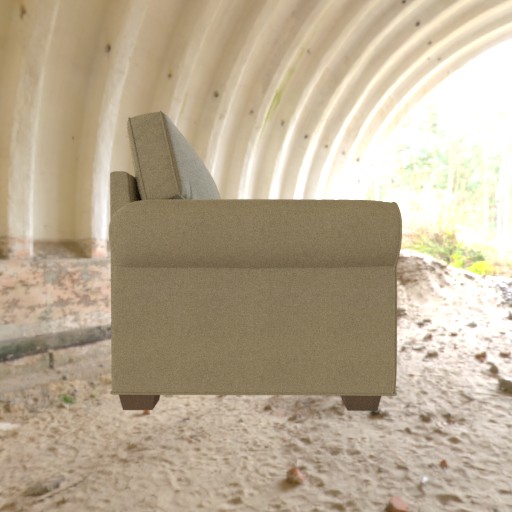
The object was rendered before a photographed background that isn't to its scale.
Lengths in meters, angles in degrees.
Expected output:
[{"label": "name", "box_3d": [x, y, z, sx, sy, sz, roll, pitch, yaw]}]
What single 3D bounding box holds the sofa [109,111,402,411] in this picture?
[{"label": "sofa", "box_3d": [0.000, 0.000, 2.039, 0.936, 0.991, 1.405, 0, 1, 0]}]
